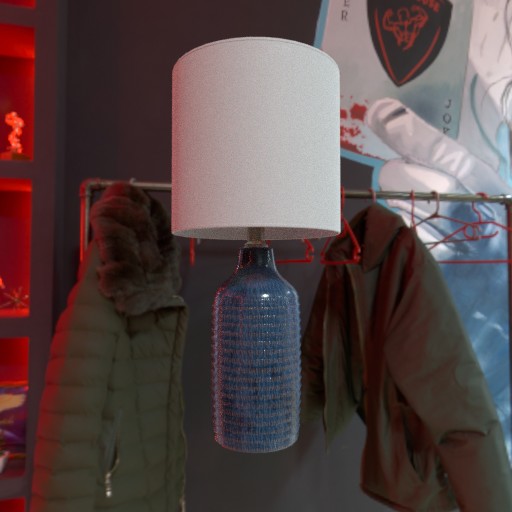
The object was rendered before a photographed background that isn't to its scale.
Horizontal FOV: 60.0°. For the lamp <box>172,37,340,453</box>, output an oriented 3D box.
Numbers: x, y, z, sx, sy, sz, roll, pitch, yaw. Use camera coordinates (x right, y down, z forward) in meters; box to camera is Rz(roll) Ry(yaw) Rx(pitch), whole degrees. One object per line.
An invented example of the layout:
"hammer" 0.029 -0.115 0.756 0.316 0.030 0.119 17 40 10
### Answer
"lamp" 0.000 0.000 0.589 0.220 0.475 0.220 -1 -2 18
